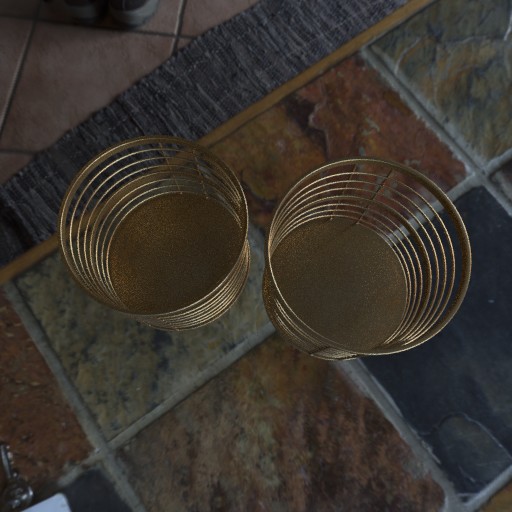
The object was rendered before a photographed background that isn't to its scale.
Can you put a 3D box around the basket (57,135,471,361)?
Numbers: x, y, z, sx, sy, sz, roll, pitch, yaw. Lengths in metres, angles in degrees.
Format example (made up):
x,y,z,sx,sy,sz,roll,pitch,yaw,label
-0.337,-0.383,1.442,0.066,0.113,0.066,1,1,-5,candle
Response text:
x,y,z,sx,sy,sz,roll,pitch,yaw,label
0.000,0.000,0.942,0.746,0.351,0.356,10,75,3,basket
